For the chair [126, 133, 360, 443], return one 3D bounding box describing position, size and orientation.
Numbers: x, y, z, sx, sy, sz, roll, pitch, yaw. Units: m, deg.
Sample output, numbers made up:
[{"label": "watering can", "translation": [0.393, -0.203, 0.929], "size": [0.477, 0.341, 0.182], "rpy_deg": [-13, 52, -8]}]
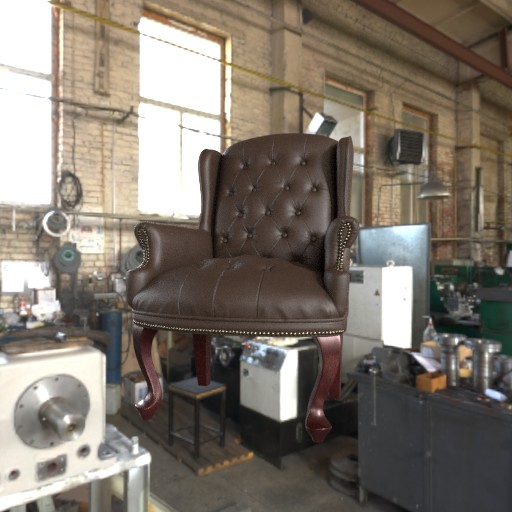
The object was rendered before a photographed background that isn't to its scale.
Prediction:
[{"label": "chair", "translation": [0.000, 0.000, 1.742], "size": [0.829, 1.132, 0.819], "rpy_deg": [0, -1, 18]}]
